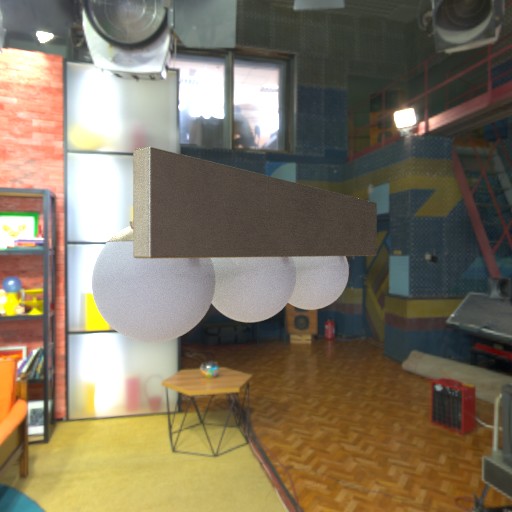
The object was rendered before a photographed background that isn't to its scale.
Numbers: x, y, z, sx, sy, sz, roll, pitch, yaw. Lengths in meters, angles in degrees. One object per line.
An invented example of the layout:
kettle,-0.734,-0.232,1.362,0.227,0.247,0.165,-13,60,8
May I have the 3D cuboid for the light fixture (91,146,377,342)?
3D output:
light fixture,0.000,0.000,0.877,0.218,0.263,0.721,0,0,36
